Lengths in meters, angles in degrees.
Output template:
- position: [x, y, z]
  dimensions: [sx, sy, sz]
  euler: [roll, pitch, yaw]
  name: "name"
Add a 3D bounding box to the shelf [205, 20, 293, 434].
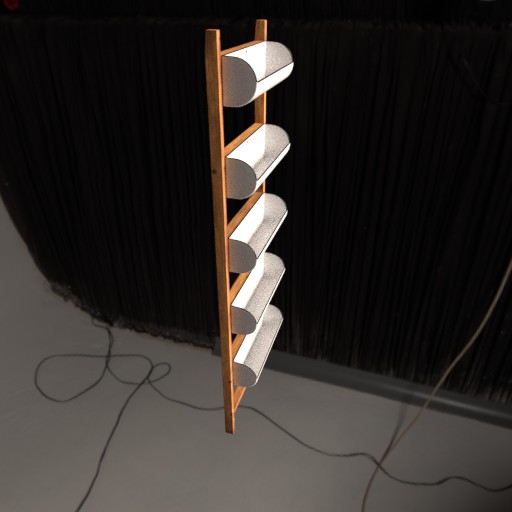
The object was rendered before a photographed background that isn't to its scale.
- position: [0.000, 0.000, 1.726]
  dimensions: [0.141, 1.600, 0.454]
  euler: [9, 32, 15]
  name: "shelf"
